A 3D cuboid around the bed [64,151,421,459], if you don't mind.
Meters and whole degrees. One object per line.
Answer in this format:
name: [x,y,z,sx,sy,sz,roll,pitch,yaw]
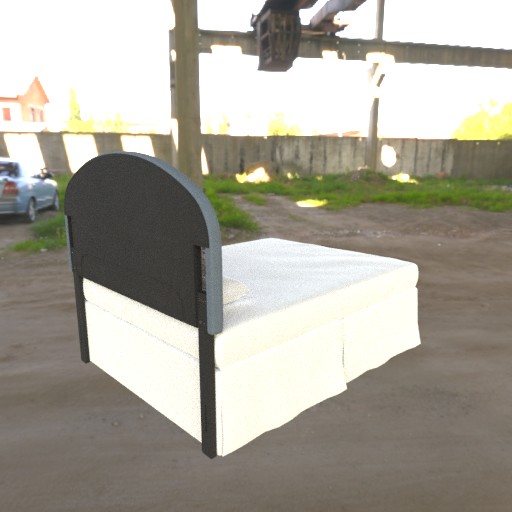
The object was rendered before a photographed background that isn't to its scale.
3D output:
bed: [0.000,0.000,3.093,2.005,1.410,1.607,-12,17,-43]
